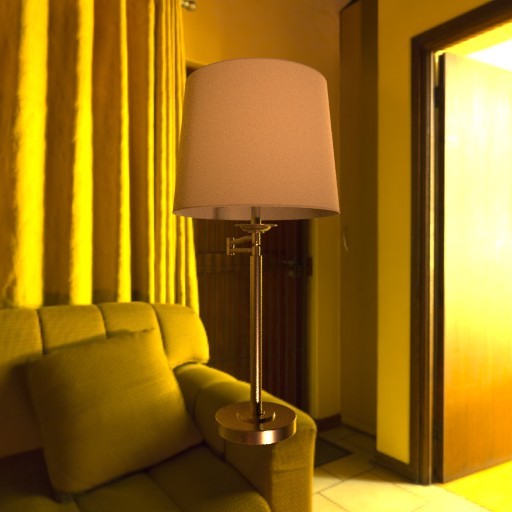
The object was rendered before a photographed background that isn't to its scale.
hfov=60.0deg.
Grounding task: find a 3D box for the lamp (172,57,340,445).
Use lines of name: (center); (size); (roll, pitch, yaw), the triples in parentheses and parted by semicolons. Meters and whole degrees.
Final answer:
lamp: (0.000, 0.000, 0.895); (0.333, 0.696, 0.333); (0, 1, 0)
